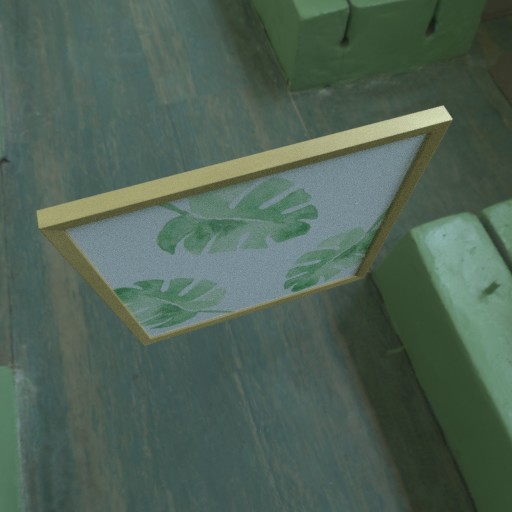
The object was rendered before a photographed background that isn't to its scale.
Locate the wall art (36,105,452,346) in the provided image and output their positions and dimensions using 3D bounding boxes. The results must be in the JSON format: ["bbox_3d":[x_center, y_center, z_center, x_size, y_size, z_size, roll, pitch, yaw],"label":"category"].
[{"bbox_3d":[0.000,0.000,1.129,0.763,0.763,0.037,-16,65,-8],"label":"wall art"}]
